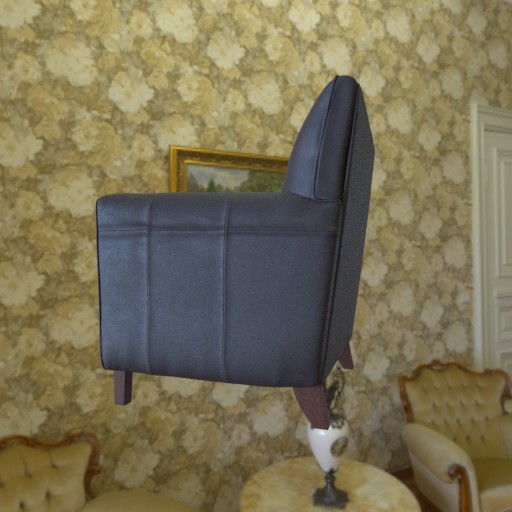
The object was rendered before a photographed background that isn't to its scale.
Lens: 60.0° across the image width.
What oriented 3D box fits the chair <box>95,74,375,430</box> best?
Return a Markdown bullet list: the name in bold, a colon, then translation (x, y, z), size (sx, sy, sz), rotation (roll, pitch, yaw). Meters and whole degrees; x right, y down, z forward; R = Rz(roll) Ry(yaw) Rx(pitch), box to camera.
- **chair**: translation (0.000, 0.000, 1.636), size (0.825, 0.943, 0.870), rotation (0, -1, 18)
